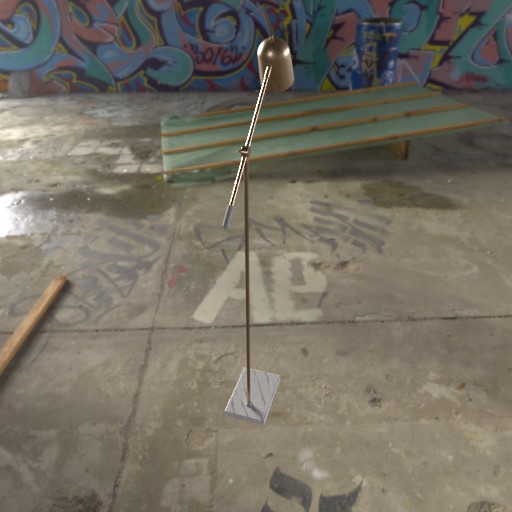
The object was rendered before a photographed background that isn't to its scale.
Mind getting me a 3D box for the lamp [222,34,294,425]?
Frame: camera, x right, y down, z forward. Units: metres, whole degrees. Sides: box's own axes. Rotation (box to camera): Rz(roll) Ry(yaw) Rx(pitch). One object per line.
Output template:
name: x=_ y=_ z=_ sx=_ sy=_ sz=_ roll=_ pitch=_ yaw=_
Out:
lamp: x=0.000 y=0.000 z=1.809 sx=0.194 sy=1.594 sz=0.653 roll=10 pitch=33 yaw=15
